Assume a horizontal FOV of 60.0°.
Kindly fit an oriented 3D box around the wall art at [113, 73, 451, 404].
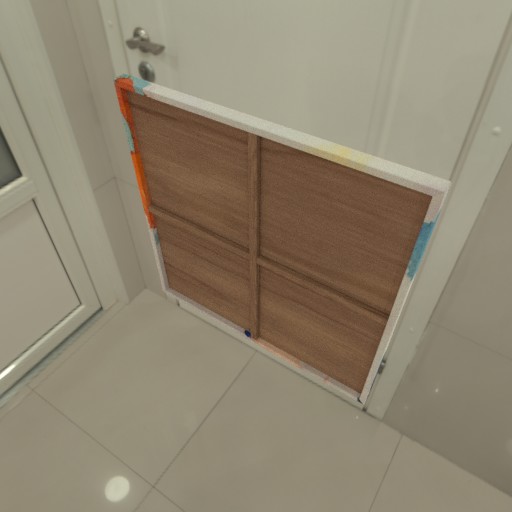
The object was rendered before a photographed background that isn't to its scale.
[{"bbox_3d":[0.000,0.000,1.228,0.814,0.814,0.037,25,51,23],"label":"wall art"}]
